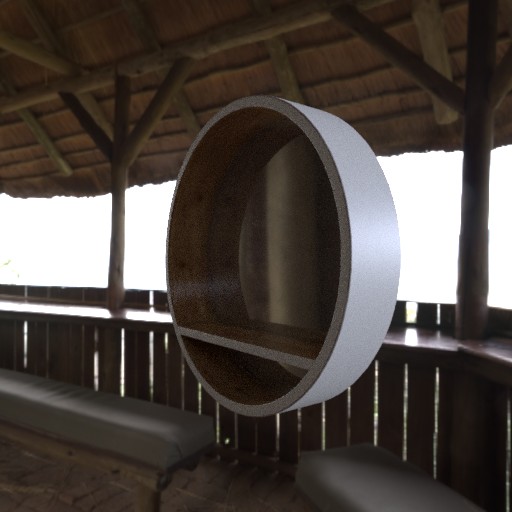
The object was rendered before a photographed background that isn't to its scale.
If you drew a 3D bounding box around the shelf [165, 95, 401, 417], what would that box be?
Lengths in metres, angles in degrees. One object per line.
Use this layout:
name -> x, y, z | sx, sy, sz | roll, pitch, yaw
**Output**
shelf -> 0.000, 0.000, 1.201 | 0.158, 0.807, 0.806 | 1, -1, -37
